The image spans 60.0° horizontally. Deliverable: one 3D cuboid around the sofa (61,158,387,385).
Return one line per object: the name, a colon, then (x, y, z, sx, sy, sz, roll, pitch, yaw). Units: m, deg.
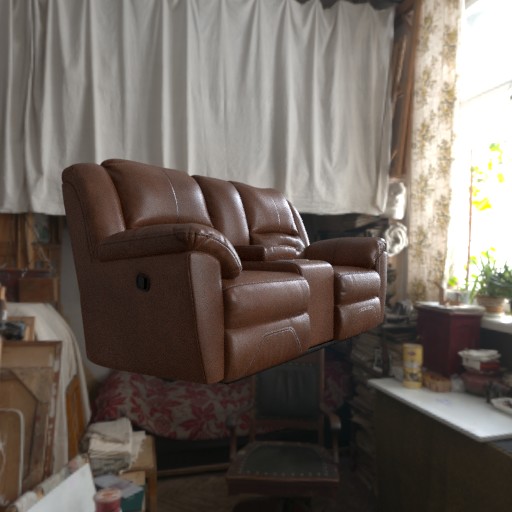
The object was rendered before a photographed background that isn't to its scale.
sofa: (0.000, 0.000, 2.669, 0.991, 1.043, 2.058, 0, 1, 36)
